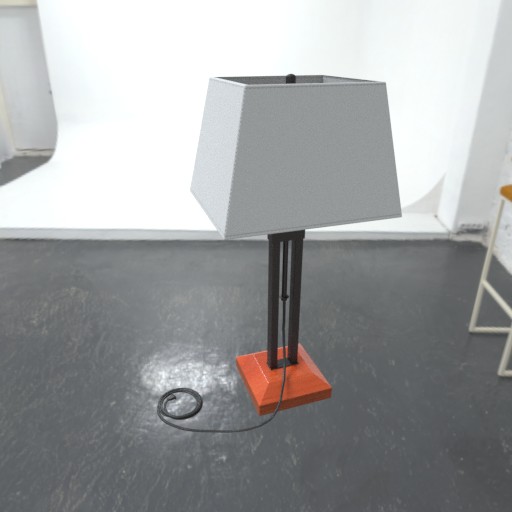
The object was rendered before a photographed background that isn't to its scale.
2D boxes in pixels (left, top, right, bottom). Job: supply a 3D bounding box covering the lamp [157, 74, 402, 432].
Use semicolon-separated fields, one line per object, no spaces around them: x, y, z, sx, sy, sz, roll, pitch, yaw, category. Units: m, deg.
0.000;0.000;0.971;0.498;0.737;0.310;-8;26;-17;lamp
